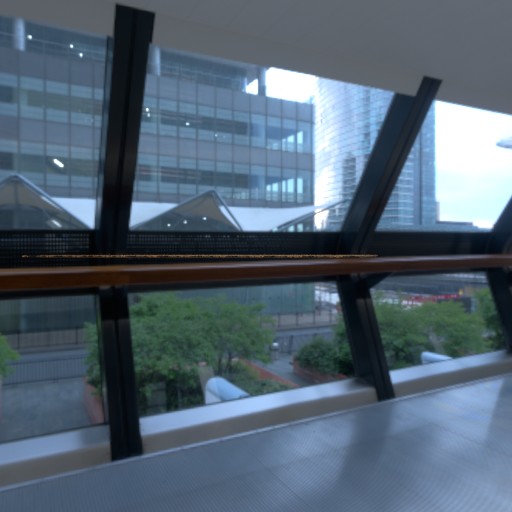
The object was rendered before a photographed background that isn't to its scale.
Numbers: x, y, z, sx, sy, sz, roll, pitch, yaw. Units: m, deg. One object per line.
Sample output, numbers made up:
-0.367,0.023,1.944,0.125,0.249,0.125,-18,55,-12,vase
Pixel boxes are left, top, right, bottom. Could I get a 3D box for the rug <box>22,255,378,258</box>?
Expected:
0.000,0.000,2.987,1.516,0.010,2.434,0,0,17,rug
